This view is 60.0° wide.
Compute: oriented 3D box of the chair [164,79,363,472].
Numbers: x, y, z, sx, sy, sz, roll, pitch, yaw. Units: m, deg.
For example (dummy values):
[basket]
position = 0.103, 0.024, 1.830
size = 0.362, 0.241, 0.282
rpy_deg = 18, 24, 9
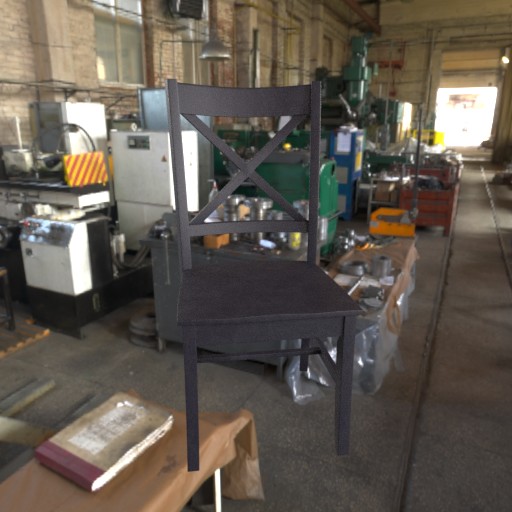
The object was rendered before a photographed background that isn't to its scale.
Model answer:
[chair]
position = 0.000, 0.000, 1.273
size = 0.485, 0.983, 0.542
rpy_deg = -2, 17, -8
